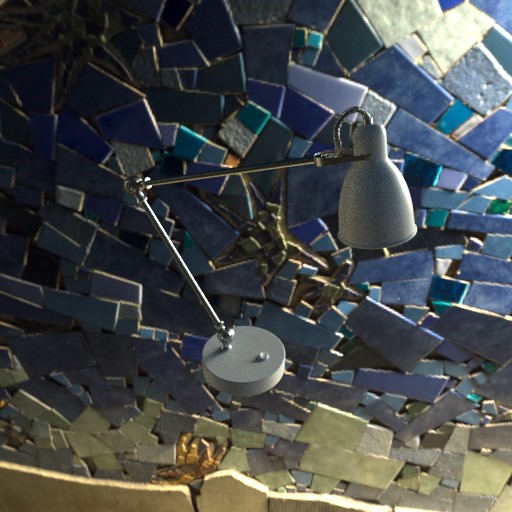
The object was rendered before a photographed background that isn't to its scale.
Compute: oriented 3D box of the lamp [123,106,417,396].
[{"bbox_3d":[0.000,0.000,0.860,0.561,0.587,0.187,10,31,17],"label":"lamp"}]
